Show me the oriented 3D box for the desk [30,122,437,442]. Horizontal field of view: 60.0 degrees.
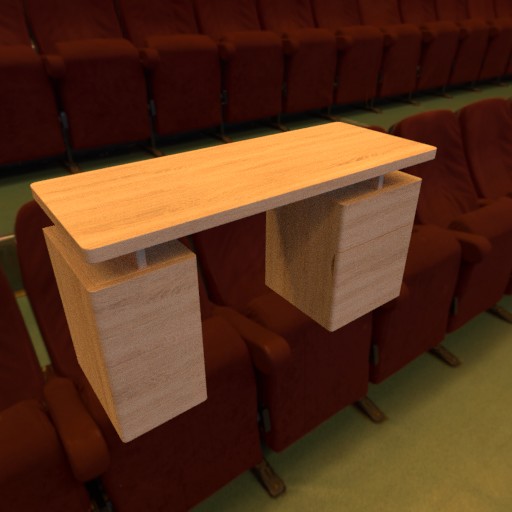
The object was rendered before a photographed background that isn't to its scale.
[{"bbox_3d":[0.000,0.000,1.772,1.400,0.760,0.550,-20,36,-31],"label":"desk"}]
